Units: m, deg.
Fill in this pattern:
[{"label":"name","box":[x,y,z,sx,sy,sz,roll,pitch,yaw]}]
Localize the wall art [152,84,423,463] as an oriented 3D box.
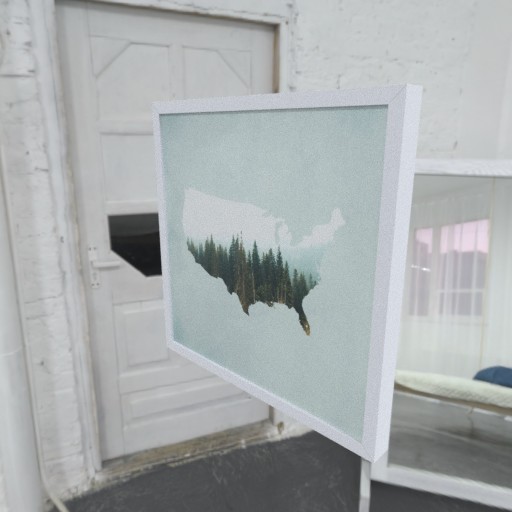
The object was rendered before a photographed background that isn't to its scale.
[{"label":"wall art","box":[0.000,0.000,0.748,0.509,0.509,0.040,15,22,42]}]
